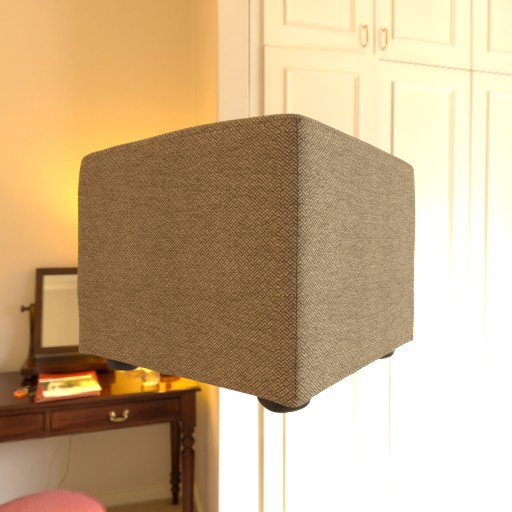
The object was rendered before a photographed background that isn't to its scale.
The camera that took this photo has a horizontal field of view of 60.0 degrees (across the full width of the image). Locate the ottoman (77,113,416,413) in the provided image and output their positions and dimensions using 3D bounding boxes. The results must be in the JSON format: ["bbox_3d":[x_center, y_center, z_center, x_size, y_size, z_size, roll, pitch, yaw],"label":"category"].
[{"bbox_3d":[0.000,0.000,0.923,0.512,0.453,0.519,1,2,36],"label":"ottoman"}]
